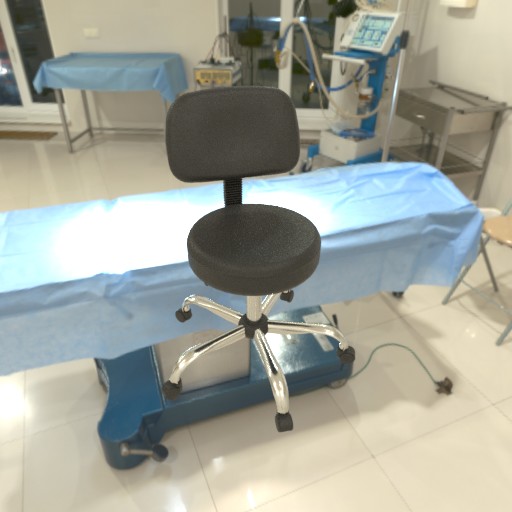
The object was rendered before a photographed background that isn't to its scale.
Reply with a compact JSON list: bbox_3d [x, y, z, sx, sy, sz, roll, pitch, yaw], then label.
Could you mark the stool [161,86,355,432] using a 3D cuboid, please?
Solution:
[{"bbox_3d":[0.000,0.000,1.336,0.673,0.862,0.648,-9,34,-13],"label":"stool"}]
